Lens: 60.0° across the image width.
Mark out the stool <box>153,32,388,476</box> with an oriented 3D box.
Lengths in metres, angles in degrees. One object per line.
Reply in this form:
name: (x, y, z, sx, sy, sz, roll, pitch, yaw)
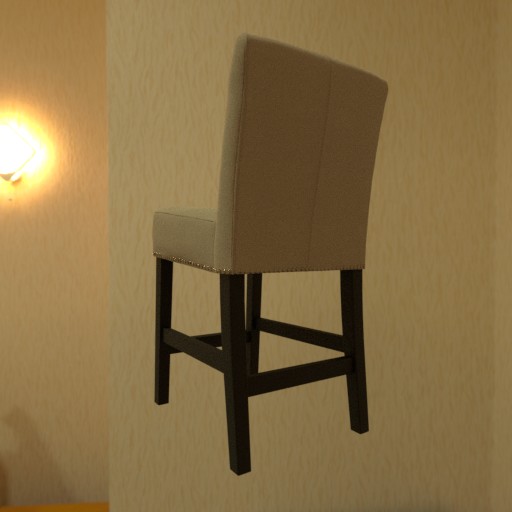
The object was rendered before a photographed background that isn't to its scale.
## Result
stool: (0.000, 0.000, 1.182, 0.427, 0.885, 0.571, -1, 1, -35)
